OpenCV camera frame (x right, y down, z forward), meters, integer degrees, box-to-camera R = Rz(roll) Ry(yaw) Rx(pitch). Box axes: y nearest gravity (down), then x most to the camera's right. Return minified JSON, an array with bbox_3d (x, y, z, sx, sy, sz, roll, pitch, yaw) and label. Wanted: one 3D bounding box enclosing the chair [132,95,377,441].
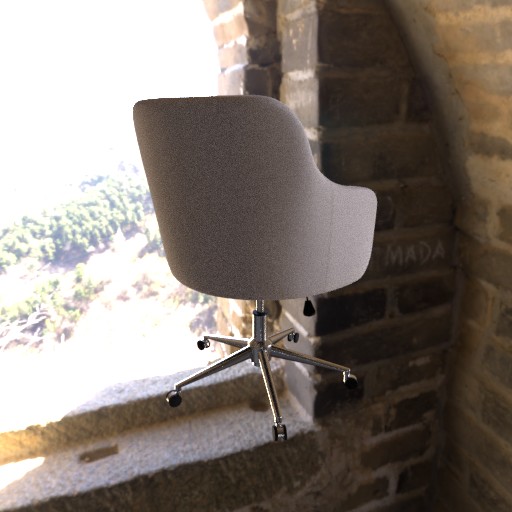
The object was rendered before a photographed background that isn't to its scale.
[{"bbox_3d":[0.000,0.000,1.246,0.602,0.819,0.647,8,19,26],"label":"chair"}]
